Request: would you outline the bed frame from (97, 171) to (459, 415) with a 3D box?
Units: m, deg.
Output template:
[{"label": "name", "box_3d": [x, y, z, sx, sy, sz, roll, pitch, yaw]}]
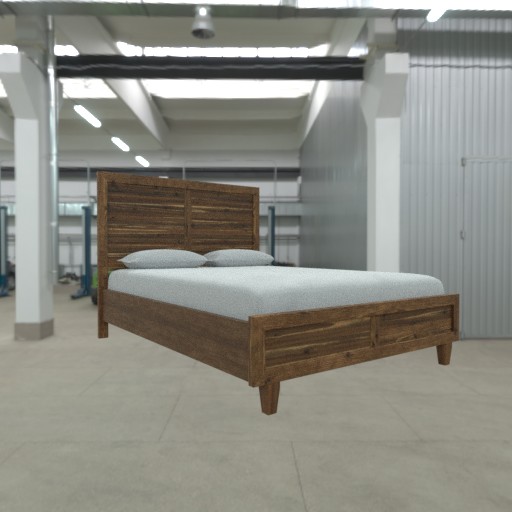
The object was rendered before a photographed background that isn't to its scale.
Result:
[{"label": "bed frame", "box_3d": [0.000, 0.000, 3.367, 1.696, 1.417, 2.276, -1, 1, -36]}]
